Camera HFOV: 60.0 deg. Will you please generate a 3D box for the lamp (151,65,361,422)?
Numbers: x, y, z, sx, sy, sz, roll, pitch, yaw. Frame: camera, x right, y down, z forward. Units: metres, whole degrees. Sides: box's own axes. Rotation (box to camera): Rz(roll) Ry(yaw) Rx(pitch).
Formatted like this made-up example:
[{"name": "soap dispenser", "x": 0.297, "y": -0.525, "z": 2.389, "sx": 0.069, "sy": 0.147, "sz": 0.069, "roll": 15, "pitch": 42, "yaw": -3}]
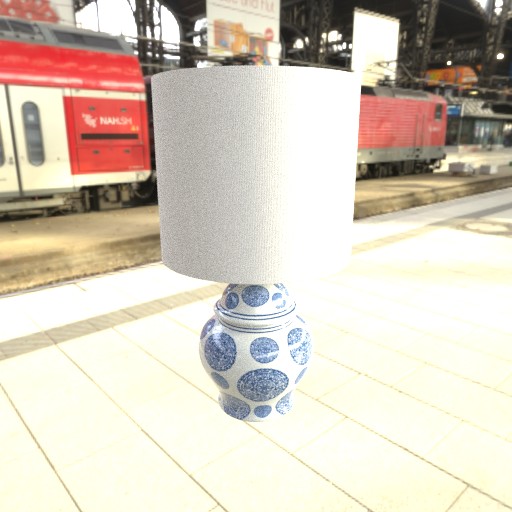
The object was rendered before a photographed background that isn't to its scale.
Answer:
[{"name": "lamp", "x": 0.000, "y": 0.000, "z": 0.515, "sx": 0.215, "sy": 0.381, "sz": 0.215, "roll": -14, "pitch": 21, "yaw": -42}]
